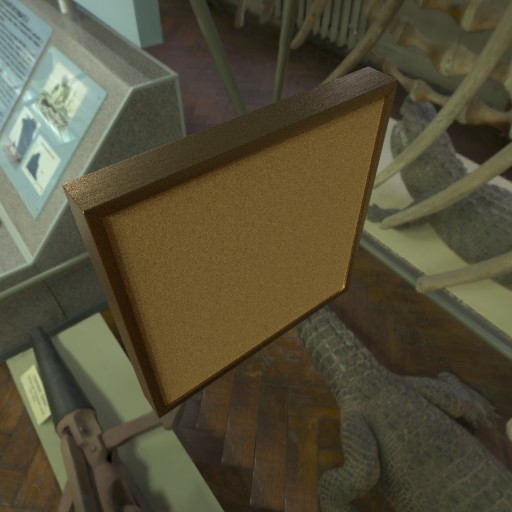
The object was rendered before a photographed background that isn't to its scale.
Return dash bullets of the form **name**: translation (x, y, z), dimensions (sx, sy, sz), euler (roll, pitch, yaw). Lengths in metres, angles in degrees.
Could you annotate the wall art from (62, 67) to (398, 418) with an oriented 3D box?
- **wall art**: translation (0.000, 0.000, 0.464), dimensions (0.305, 0.305, 0.037), euler (-29, 53, -25)
